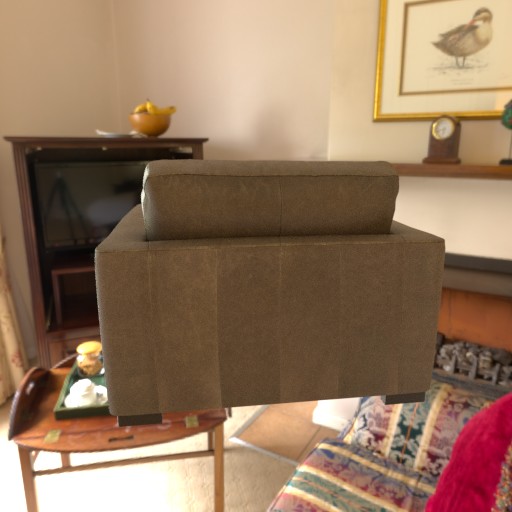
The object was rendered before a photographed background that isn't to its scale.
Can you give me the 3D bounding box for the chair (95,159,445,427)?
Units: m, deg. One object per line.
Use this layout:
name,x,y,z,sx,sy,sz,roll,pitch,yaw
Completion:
chair,0.000,0.000,1.843,1.106,0.807,1.080,-2,14,-8
